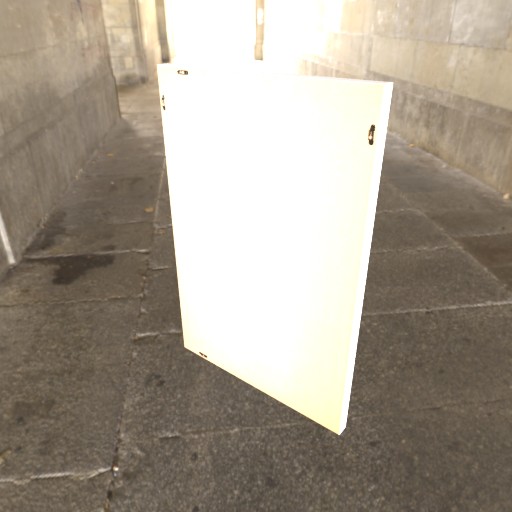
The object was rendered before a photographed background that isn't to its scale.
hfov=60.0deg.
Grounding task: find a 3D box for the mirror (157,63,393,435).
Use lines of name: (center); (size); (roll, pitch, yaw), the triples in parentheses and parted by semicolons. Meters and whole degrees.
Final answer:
mirror: (0.000, 0.000, 1.186); (0.609, 0.915, 0.041); (20, 34, 32)
